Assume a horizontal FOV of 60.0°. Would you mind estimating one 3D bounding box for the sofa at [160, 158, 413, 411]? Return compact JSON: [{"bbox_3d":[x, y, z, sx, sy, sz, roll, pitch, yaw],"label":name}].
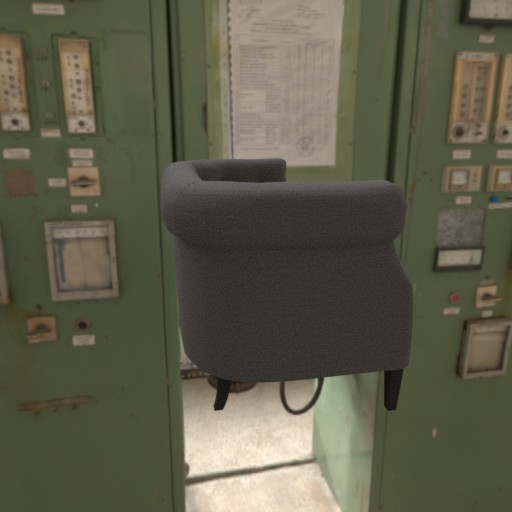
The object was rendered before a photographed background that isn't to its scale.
[{"bbox_3d":[0.000,0.000,2.071,0.835,0.827,1.558,-3,16,-11],"label":"sofa"}]
